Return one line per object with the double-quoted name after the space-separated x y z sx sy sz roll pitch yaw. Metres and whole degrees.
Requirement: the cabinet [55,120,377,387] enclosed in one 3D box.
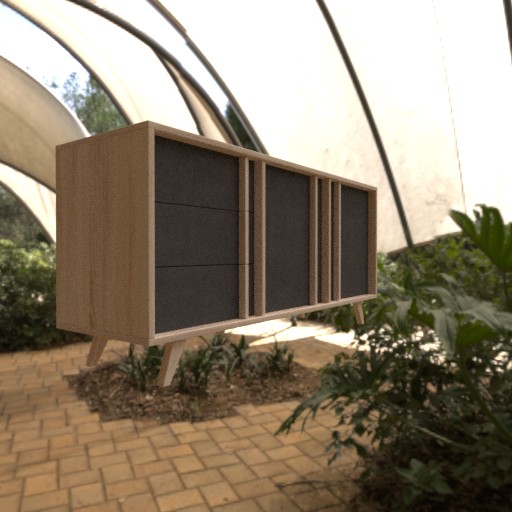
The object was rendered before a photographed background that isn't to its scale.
0.000 0.000 2.052 0.500 0.780 1.650 0 1 37 "cabinet"
